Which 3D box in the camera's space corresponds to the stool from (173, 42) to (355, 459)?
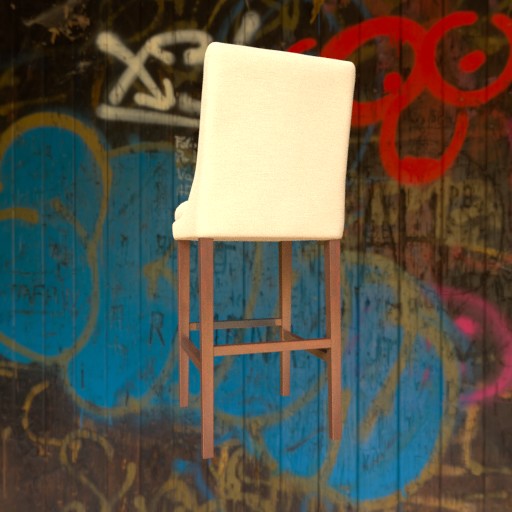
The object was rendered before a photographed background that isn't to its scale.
[{"bbox_3d":[0.000,0.000,1.413,0.470,1.078,0.577,0,1,-18],"label":"stool"}]
